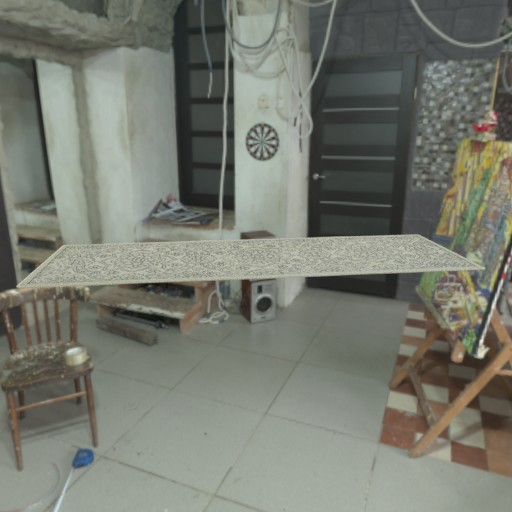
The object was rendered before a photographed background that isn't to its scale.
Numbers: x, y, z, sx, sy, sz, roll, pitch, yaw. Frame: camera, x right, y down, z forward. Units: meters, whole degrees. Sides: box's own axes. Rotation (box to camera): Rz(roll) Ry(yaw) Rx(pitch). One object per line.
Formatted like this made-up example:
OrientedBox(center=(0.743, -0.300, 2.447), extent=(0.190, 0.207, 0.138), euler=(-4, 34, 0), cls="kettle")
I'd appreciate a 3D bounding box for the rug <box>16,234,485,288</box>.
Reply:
OrientedBox(center=(0.000, 0.000, 2.648), extent=(2.431, 0.006, 0.806), euler=(-2, 17, -7), cls="rug")
